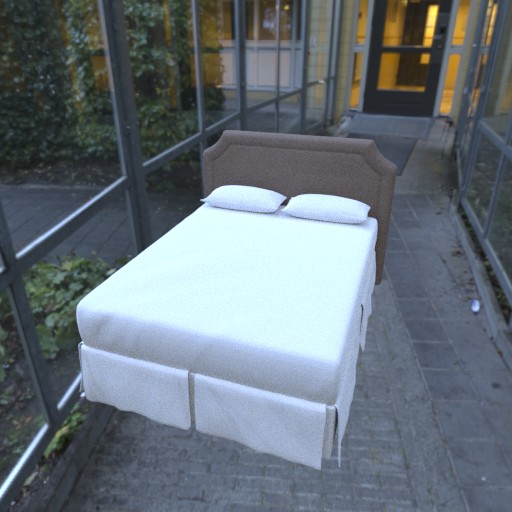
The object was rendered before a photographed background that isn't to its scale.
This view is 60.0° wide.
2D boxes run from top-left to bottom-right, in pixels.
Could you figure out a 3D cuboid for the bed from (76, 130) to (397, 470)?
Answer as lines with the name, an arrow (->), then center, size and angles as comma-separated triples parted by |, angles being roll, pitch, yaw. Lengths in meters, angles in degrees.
bed -> 0.000, 0.000, 3.108 | 1.693, 1.290, 2.116 | 9, 28, 17
